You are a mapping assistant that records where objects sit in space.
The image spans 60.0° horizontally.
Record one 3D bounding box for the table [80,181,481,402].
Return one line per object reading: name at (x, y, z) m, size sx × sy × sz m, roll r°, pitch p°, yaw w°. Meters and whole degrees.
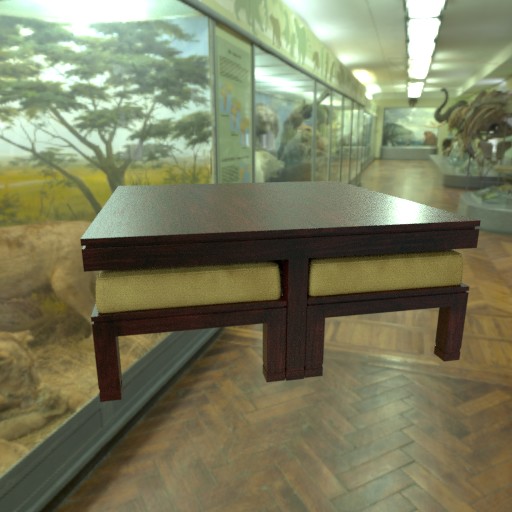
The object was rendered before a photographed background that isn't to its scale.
table at (0.000, 0.000, 1.381) m, size 0.865 × 0.356 × 0.865 m, roll -3°, pitch 16°, yaw -12°
